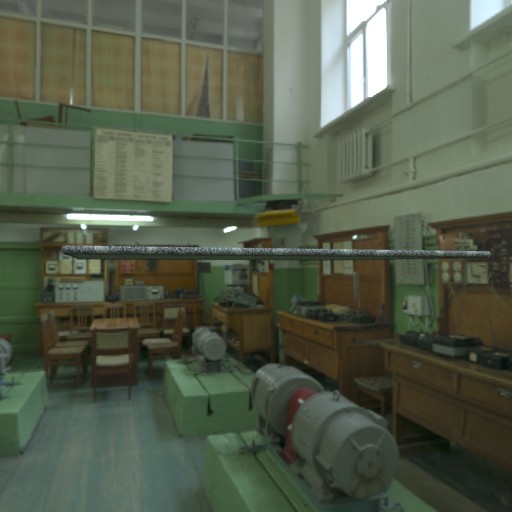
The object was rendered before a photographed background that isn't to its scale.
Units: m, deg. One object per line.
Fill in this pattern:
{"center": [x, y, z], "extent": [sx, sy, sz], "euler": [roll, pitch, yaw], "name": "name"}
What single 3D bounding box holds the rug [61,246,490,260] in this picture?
{"center": [0.000, 0.000, 2.088], "extent": [1.600, 0.025, 1.200], "euler": [0, -1, -20], "name": "rug"}
